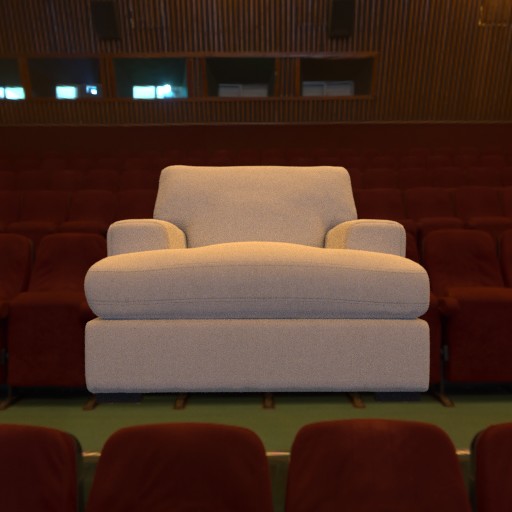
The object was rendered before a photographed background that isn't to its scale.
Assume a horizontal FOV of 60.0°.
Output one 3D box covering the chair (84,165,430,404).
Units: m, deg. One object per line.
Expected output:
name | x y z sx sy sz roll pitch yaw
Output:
chair | 0.000 0.000 1.923 1.140 0.930 1.158 0 0 -1
